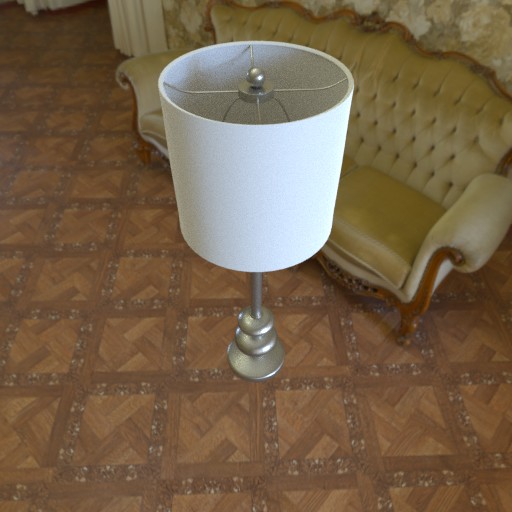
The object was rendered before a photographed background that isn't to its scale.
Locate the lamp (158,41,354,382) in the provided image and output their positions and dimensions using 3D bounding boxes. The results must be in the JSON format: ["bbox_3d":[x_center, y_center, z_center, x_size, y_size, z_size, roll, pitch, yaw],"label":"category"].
[{"bbox_3d":[0.000,0.000,0.815,0.254,0.690,0.254,-2,45,-2],"label":"lamp"}]
